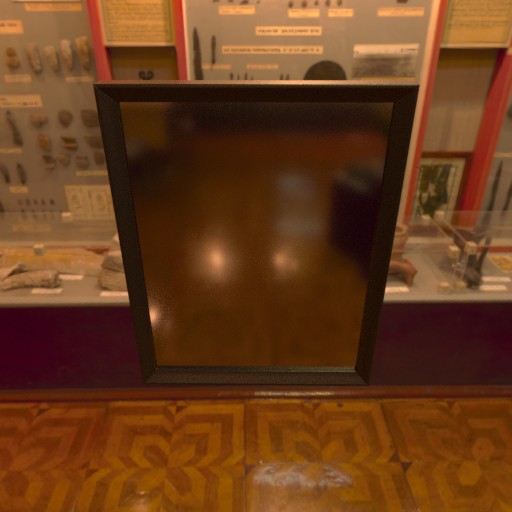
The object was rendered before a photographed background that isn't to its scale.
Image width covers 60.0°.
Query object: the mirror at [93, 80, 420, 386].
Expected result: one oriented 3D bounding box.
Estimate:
[{"bbox_3d":[0.000,0.000,0.690,0.406,0.509,0.041,0,29,1],"label":"mirror"}]
